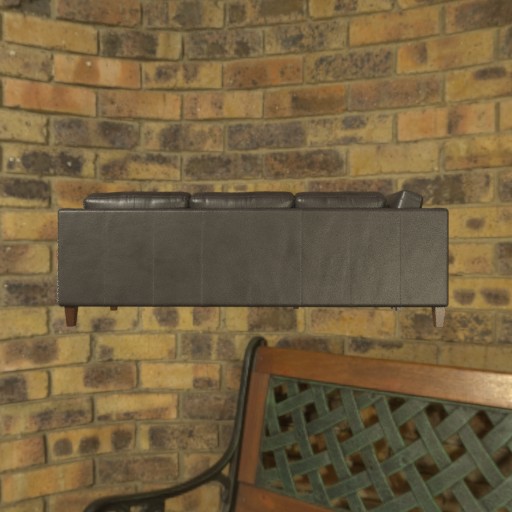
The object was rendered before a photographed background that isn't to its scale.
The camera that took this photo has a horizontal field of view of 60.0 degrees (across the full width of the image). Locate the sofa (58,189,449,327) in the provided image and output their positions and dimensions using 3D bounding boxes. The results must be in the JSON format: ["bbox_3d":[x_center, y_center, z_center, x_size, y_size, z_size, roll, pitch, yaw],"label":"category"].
[{"bbox_3d":[0.000,0.000,4.414,2.452,0.891,3.324,0,0,1],"label":"sofa"}]
